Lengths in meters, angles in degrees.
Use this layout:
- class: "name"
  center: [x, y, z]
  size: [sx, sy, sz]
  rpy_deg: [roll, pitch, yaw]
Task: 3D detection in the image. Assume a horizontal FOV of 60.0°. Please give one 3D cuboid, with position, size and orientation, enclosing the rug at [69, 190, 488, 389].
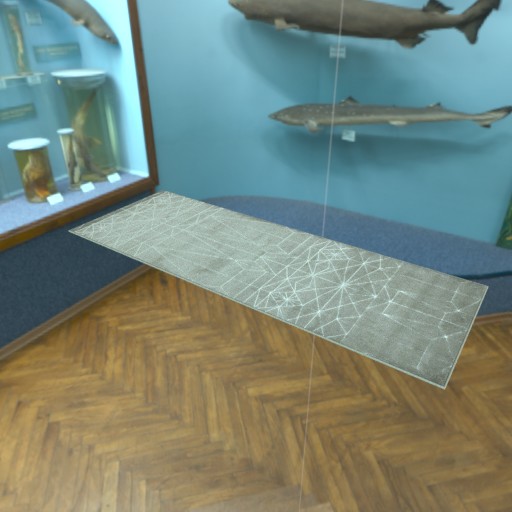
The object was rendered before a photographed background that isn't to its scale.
- class: "rug"
  center: [0.000, 0.000, 2.622]
  size: [2.388, 0.012, 0.864]
  rpy_deg: [19, 35, 29]
